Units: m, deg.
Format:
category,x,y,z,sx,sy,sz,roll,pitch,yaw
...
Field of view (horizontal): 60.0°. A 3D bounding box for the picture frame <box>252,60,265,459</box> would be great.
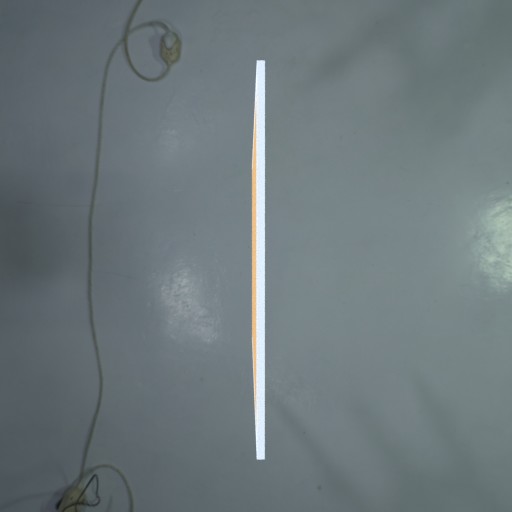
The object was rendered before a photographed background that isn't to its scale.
category,x,y,z,sx,sy,sz,roll,pitch,yaw
picture frame,0.000,0.000,1.201,0.013,0.940,0.659,0,91,-1
